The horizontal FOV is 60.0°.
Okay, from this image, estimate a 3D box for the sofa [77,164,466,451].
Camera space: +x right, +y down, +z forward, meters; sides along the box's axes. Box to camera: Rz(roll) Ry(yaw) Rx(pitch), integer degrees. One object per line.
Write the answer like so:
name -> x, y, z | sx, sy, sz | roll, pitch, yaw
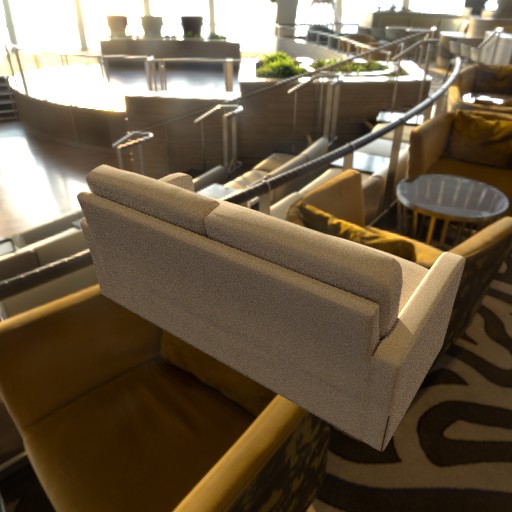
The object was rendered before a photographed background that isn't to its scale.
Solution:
sofa -> 0.000, 0.000, 2.266 | 1.808, 0.831, 0.894 | 21, 37, 31
